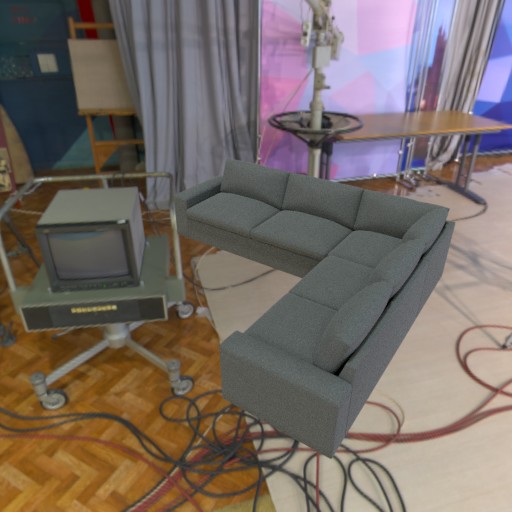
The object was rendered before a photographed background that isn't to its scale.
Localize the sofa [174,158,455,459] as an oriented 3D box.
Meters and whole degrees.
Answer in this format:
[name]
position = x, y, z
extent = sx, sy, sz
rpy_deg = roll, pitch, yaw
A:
[sofa]
position = 0.000, 0.000, 4.726
extent = 3.277, 0.965, 2.895
rpy_deg = 19, 35, 29
